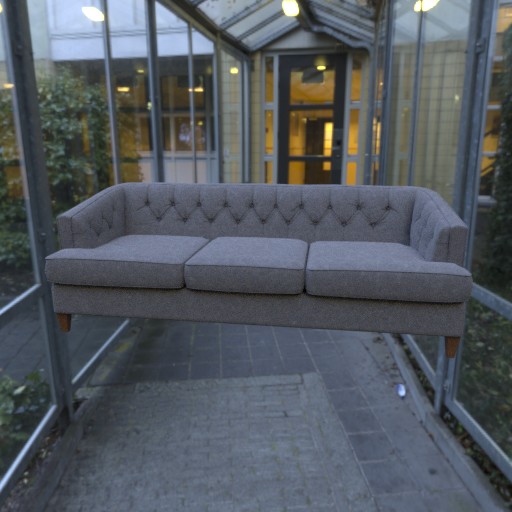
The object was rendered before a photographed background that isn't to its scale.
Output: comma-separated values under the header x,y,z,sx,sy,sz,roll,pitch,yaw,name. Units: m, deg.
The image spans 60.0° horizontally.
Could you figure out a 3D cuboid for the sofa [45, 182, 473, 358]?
x,y,z,sx,sy,sz,roll,pitch,yaw,name
0.000,0.000,2.697,2.247,0.806,0.917,2,14,8,sofa
